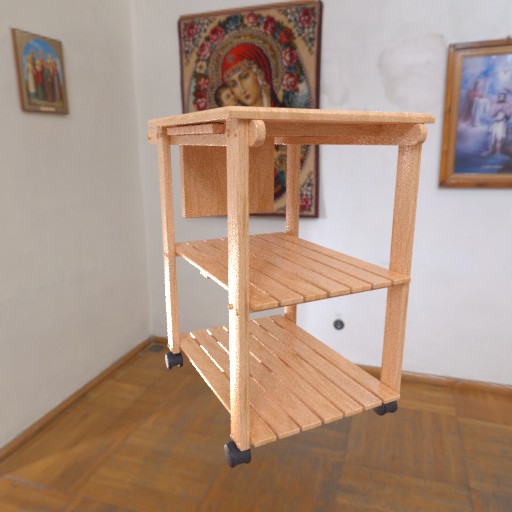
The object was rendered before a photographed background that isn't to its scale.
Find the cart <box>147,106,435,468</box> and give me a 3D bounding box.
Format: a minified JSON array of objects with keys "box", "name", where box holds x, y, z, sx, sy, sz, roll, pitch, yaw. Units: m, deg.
[{"box":[0.000,0.000,1.360,0.520,0.816,0.843,-7,16,-26],"name":"cart"}]
